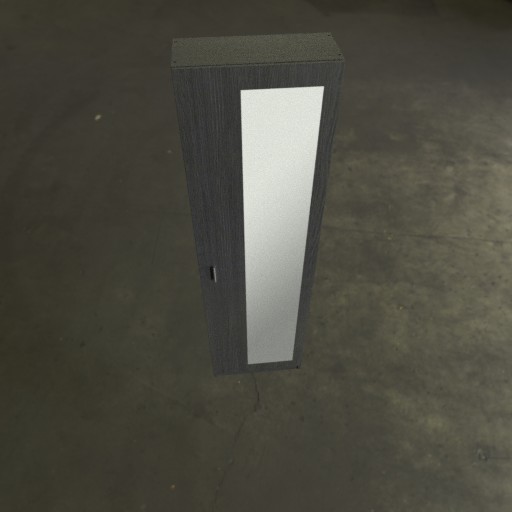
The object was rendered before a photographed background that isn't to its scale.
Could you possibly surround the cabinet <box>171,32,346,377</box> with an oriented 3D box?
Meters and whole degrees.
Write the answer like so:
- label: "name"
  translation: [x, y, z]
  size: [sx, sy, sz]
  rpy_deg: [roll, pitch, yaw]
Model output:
- label: "cabinet"
  translation: [0.000, 0.000, 1.974]
  size: [0.500, 1.790, 0.230]
  rpy_deg: [-4, 47, -4]
